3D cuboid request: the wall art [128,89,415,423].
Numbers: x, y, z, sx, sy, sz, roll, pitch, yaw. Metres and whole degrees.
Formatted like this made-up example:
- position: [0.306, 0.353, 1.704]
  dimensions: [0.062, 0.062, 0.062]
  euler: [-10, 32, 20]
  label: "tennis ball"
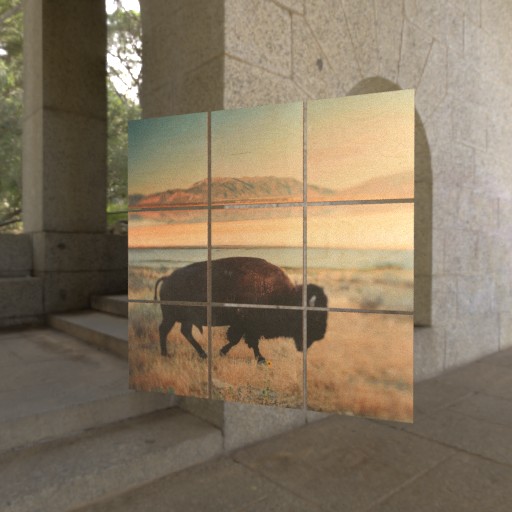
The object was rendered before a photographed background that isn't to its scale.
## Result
- position: [0.000, 0.000, 1.821]
  dimensions: [1.221, 1.218, 0.019]
  euler: [0, 1, 19]
  label: "wall art"
